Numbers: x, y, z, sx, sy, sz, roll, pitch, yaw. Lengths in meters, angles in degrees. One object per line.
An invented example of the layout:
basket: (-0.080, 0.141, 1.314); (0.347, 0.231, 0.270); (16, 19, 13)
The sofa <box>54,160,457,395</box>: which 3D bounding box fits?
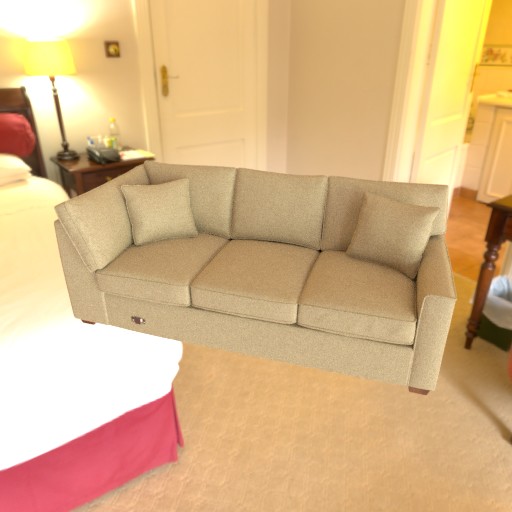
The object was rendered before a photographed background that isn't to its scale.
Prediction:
sofa: (0.000, 0.000, 2.902); (2.317, 0.962, 1.061); (8, 27, 16)
